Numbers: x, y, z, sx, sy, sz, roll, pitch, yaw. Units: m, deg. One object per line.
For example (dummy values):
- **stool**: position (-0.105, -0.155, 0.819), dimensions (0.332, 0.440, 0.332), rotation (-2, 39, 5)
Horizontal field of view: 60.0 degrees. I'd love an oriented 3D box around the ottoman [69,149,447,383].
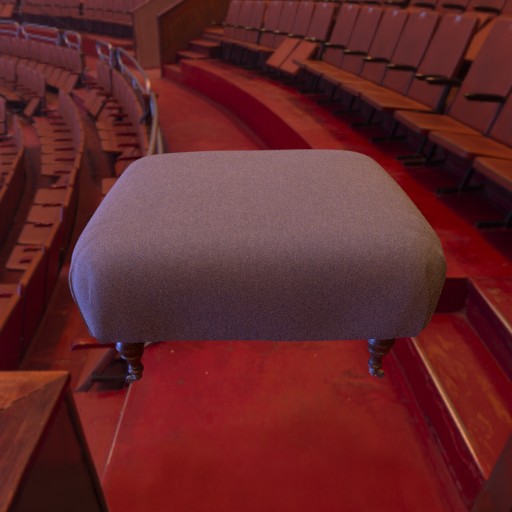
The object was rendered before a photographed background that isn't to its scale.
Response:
- **ottoman**: position (0.000, 0.000, 1.139), dimensions (0.747, 0.450, 0.622), rotation (-1, 30, -1)
